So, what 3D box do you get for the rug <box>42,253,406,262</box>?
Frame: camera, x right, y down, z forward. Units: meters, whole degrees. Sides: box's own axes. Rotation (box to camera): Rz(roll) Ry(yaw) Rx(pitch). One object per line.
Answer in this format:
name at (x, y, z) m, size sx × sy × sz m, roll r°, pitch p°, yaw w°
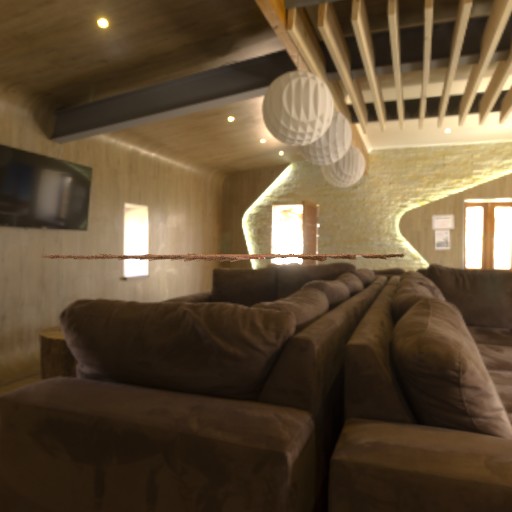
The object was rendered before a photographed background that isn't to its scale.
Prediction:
rug at (0.000, 0.000, 2.678) m, size 1.469 × 0.040 × 2.025 m, roll 0°, pitch 1°, yaw 35°
